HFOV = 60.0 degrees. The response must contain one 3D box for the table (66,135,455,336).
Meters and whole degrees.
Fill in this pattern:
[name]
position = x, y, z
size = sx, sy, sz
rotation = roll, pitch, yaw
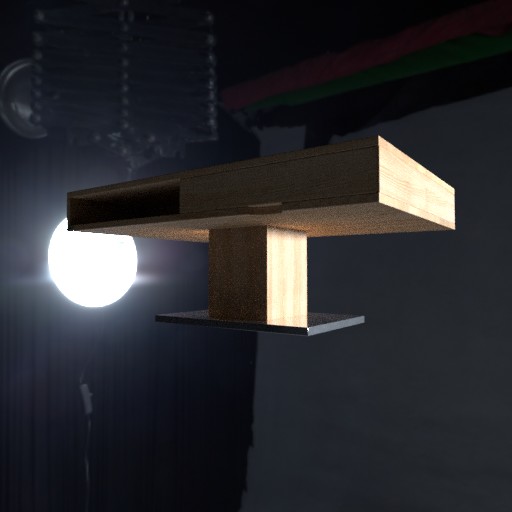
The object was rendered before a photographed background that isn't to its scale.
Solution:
[table]
position = 0.000, 0.000, 1.482
size = 1.100, 0.440, 0.700
rotation = -1, -3, 35
